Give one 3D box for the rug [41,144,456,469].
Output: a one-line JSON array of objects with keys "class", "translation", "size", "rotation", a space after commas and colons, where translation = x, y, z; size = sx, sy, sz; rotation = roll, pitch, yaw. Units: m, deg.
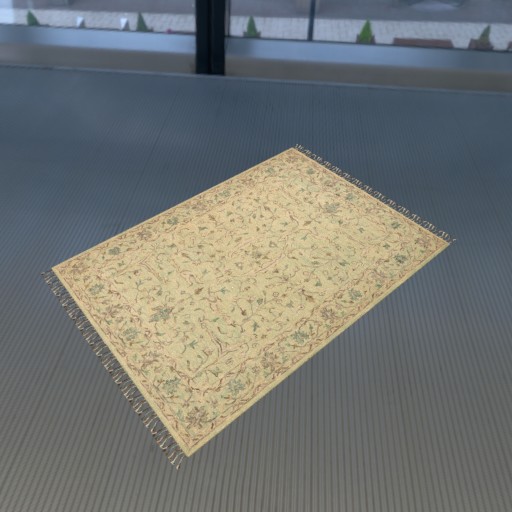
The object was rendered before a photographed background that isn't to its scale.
[{"class": "rug", "translation": [0.000, 0.000, 2.306], "size": [1.802, 0.008, 1.247], "rotation": [-32, 54, -27]}]
